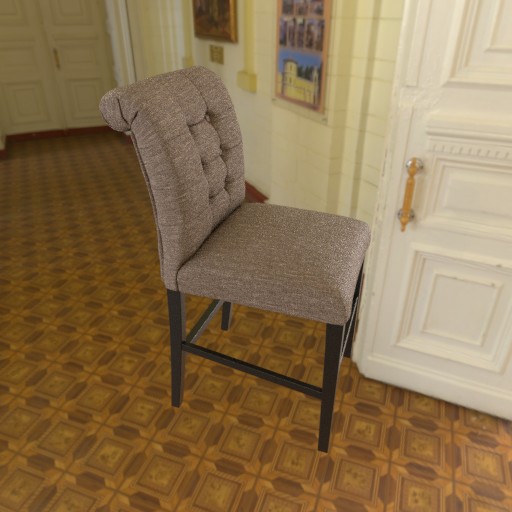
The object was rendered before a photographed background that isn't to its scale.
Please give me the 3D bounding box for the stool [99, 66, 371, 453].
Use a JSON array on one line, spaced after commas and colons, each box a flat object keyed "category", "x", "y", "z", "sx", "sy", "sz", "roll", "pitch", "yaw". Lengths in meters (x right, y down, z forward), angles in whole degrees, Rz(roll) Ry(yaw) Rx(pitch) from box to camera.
[{"category": "stool", "x": 0.000, "y": 0.000, "z": 1.298, "sx": 0.611, "sy": 0.970, "sz": 0.457, "roll": 10, "pitch": 32, "yaw": 17}]
